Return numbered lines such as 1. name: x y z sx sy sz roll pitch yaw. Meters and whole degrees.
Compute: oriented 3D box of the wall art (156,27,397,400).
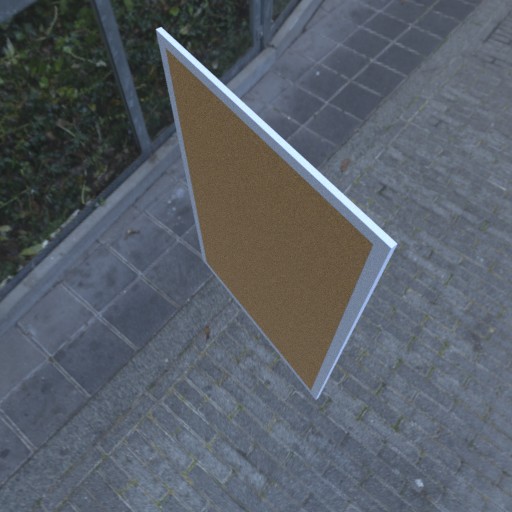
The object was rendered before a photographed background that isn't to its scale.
1. wall art: 0.000 0.000 1.176 0.013 0.940 0.659 -33 65 -18
